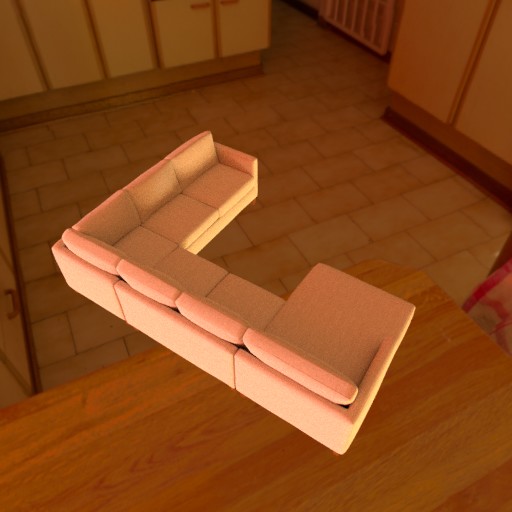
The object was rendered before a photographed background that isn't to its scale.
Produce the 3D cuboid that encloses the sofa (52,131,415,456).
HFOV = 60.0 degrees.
[{"bbox_3d":[0.000,0.000,4.860,3.460,0.961,2.594,25,51,22],"label":"sofa"}]
